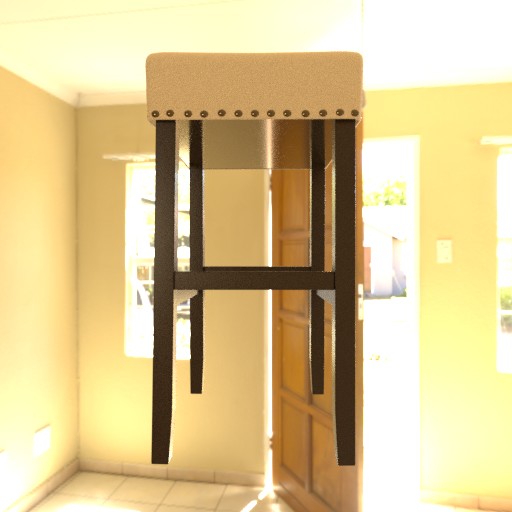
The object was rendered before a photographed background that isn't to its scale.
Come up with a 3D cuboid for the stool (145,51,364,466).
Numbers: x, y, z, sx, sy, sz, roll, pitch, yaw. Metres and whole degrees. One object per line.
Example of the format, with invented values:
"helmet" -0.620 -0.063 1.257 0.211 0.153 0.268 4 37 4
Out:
"stool" 0.000 0.000 1.031 0.401 0.762 0.471 0 0 1
